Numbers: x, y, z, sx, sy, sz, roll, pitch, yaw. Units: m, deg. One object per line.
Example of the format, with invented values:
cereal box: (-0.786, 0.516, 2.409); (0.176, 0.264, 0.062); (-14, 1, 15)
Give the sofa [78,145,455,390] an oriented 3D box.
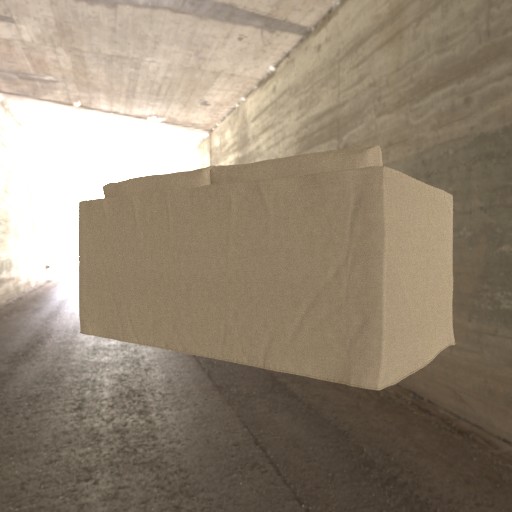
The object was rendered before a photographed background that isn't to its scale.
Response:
sofa: (0.000, 0.000, 2.255); (1.719, 0.835, 0.962); (1, 1, 36)
